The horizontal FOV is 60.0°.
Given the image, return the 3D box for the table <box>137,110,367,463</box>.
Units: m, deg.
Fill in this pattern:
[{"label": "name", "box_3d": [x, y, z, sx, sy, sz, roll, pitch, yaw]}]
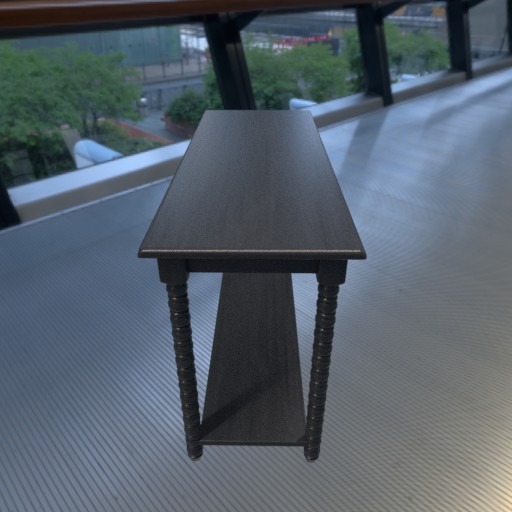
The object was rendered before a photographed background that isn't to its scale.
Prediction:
[{"label": "table", "box_3d": [0.000, 0.000, 1.565, 0.459, 0.735, 1.184, 0, 31, 1]}]
